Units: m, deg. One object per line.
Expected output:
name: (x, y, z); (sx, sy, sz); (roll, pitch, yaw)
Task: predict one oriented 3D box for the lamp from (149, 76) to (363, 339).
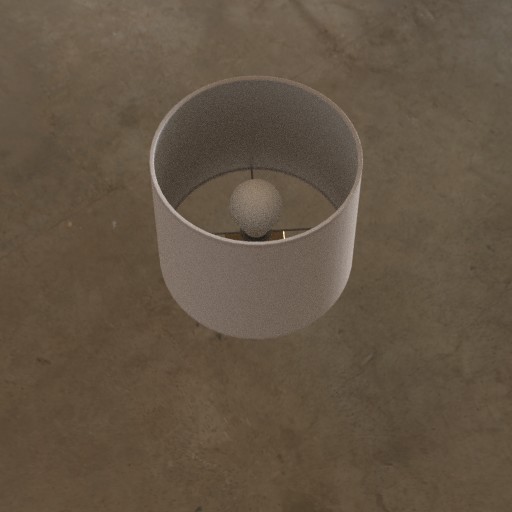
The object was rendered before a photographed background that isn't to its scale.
lamp: (0.000, 0.000, 0.607); (0.251, 0.435, 0.251); (0, 63, 0)
